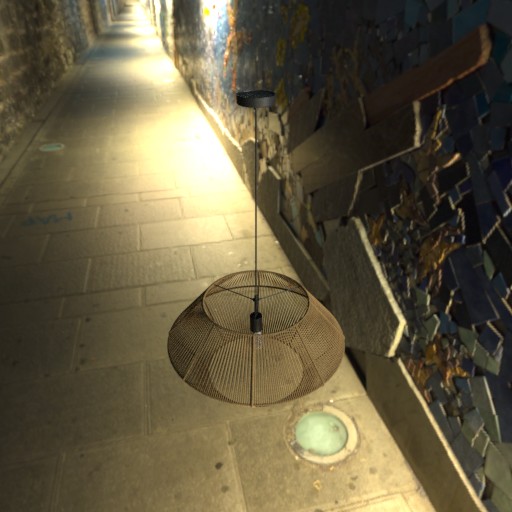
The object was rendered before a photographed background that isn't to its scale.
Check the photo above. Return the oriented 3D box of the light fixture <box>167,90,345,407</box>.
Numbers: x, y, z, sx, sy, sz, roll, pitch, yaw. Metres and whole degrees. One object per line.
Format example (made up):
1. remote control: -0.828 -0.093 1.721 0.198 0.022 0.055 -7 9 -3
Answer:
1. light fixture: 0.000 0.000 1.442 0.643 1.009 0.643 0 31 0
